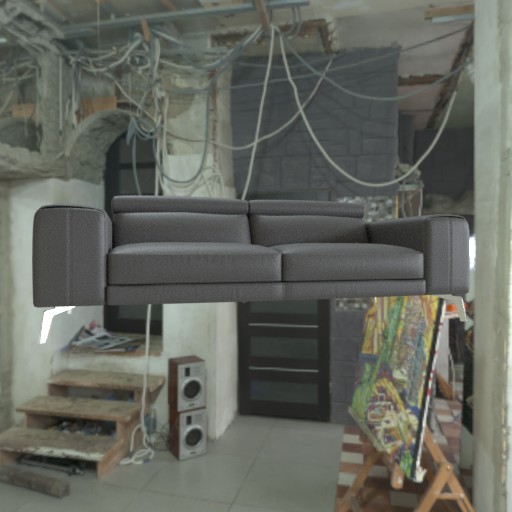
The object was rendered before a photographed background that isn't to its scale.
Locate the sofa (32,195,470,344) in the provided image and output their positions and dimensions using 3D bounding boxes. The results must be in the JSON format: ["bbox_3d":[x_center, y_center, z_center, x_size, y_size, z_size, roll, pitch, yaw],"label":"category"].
[{"bbox_3d":[0.000,0.000,2.724,2.321,0.759,1.023,0,1,-16],"label":"sofa"}]
